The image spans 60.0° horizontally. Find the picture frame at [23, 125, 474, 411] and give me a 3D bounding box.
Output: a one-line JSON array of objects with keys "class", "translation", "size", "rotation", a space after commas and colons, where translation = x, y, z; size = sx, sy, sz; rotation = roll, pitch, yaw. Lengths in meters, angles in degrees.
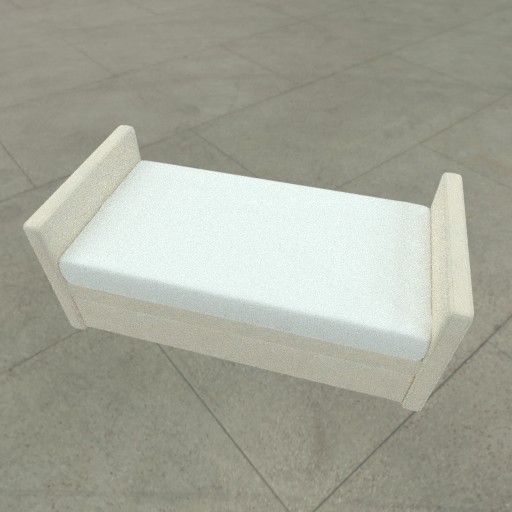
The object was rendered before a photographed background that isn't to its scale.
[{"class": "picture frame", "translation": [0.000, 0.000, 2.692], "size": [2.161, 0.891, 1.069], "rotation": [11, 46, 11]}]
